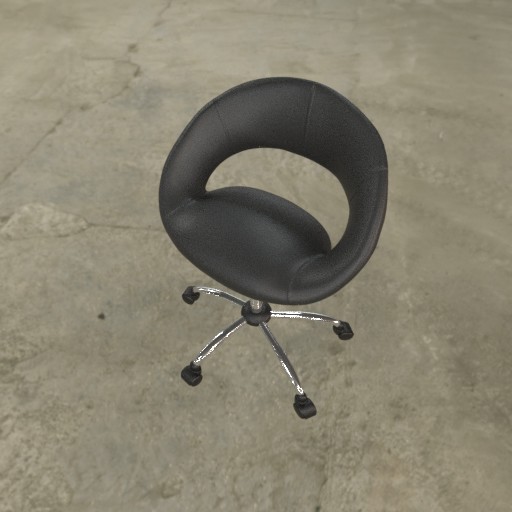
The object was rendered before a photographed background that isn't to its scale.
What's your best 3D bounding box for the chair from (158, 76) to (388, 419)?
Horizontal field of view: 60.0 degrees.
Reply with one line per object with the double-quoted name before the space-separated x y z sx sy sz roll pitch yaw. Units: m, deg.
"chair" 0.000 0.000 1.182 0.612 0.791 0.538 31 54 25
